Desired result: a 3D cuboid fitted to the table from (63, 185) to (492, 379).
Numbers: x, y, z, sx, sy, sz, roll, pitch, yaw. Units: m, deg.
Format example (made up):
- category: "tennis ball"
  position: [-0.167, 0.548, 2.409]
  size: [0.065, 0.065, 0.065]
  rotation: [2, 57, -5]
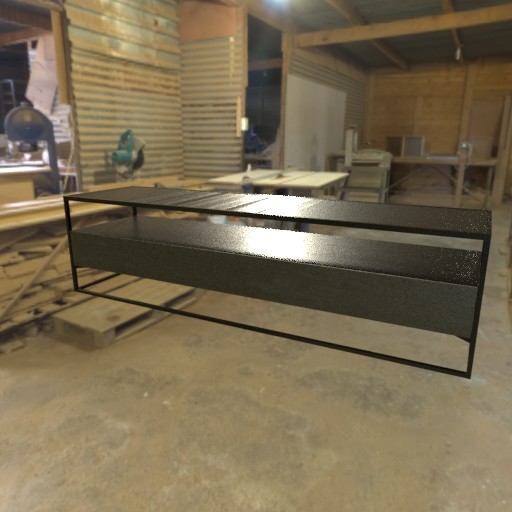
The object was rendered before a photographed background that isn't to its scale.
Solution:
- category: "table"
  position: [0.000, 0.000, 1.623]
  size: [1.486, 0.395, 0.399]
  rotation: [8, 17, 26]
